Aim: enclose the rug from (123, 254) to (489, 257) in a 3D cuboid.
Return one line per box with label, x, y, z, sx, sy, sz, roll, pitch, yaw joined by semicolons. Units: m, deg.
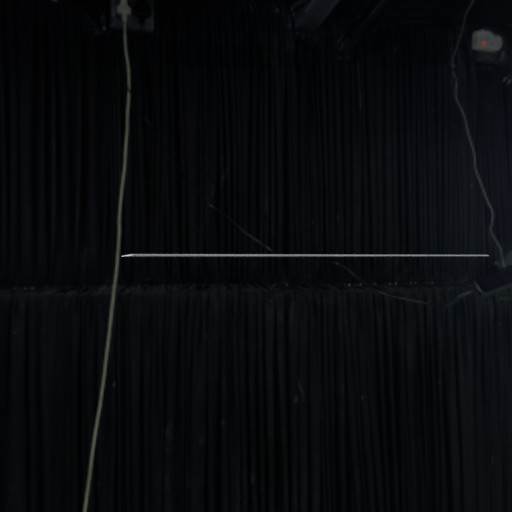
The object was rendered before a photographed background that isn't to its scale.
rug;0.000;0.000;4.086;2.330;0.010;3.061;0;0;-18
